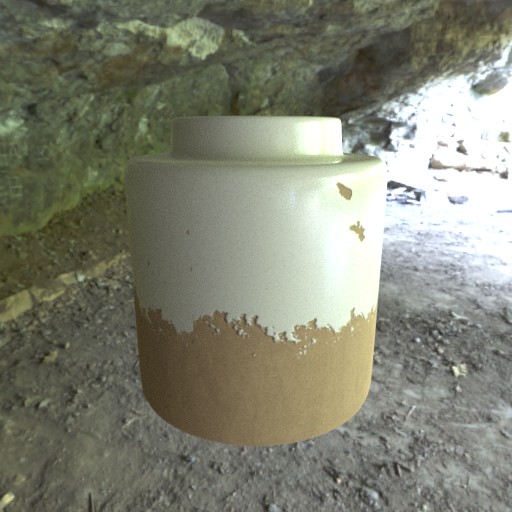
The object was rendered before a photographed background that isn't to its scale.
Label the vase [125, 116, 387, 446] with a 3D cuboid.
[{"bbox_3d":[0.000,0.000,0.282,0.153,0.167,0.153,0,16,0],"label":"vase"}]
